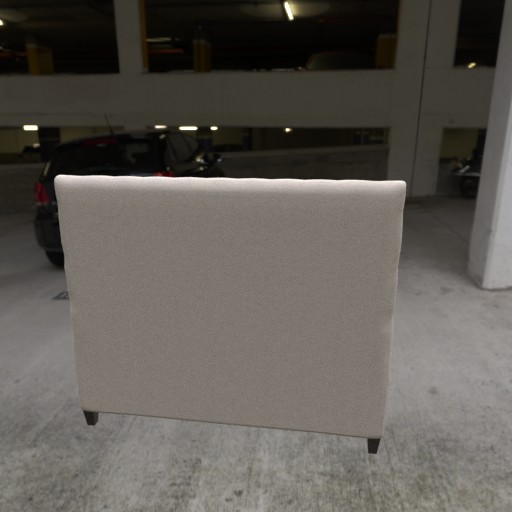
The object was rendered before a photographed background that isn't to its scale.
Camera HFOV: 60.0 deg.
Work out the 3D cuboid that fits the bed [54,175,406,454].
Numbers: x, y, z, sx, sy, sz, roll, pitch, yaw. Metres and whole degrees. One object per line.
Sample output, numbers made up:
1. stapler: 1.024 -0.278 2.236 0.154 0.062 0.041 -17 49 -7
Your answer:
1. bed: 0.000 0.000 3.355 1.698 1.427 2.387 2 17 8
